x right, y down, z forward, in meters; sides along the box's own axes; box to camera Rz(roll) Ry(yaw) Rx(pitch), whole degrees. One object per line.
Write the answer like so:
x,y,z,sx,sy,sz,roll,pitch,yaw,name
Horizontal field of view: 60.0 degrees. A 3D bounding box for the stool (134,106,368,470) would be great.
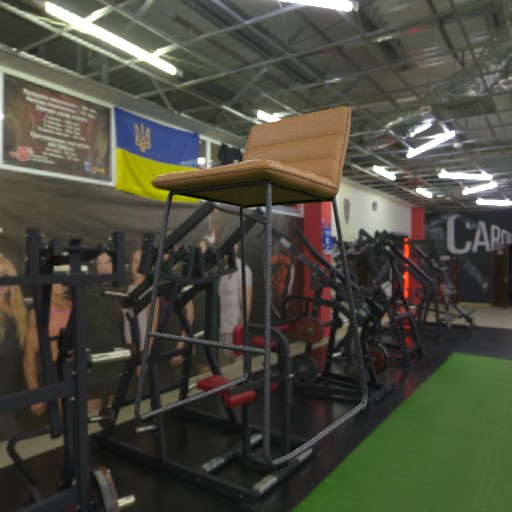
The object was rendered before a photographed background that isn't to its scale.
0.000,0.000,1.294,0.489,0.936,0.524,0,0,36,stool
